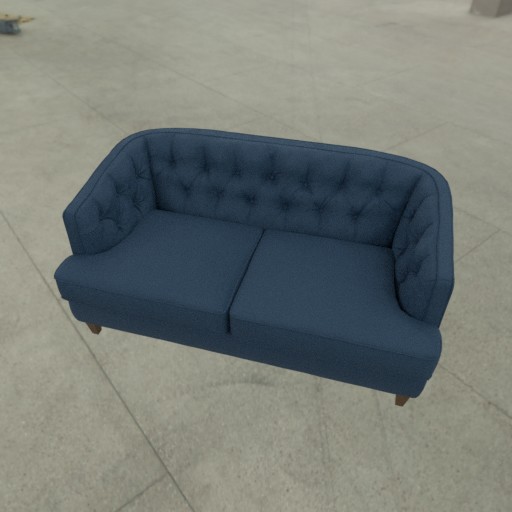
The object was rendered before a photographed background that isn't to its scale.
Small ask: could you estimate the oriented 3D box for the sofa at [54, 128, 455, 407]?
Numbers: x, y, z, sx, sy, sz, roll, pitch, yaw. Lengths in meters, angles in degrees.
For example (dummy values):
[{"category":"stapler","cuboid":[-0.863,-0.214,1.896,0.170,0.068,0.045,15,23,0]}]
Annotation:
[{"category":"sofa","cuboid":[0.000,0.000,2.212,1.733,0.854,0.941,10,41,12]}]
